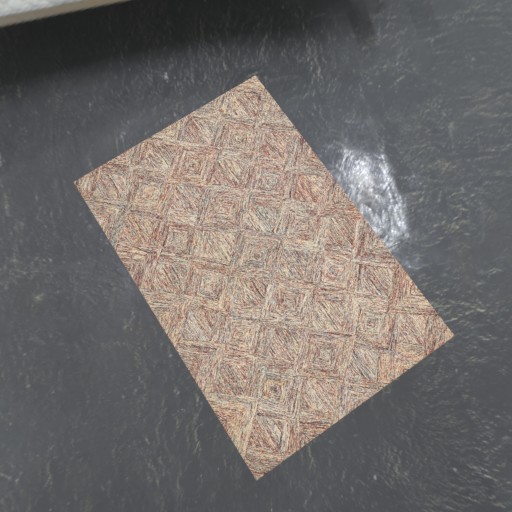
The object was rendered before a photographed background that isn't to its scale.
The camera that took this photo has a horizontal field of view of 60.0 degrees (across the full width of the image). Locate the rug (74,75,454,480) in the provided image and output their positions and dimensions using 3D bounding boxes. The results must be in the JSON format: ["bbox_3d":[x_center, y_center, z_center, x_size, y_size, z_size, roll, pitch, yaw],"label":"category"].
[{"bbox_3d":[0.000,0.000,2.955,1.523,0.019,2.285,-33,79,-8],"label":"rug"}]
